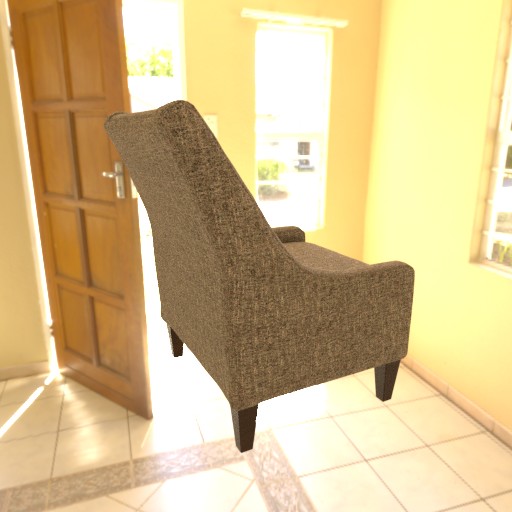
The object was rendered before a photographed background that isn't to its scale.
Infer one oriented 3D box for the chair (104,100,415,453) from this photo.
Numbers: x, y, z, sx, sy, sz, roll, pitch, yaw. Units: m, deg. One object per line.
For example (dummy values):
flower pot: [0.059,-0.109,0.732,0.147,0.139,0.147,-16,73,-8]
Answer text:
chair: [0.000,0.000,1.616,0.870,1.014,0.774,-8,18,-27]
